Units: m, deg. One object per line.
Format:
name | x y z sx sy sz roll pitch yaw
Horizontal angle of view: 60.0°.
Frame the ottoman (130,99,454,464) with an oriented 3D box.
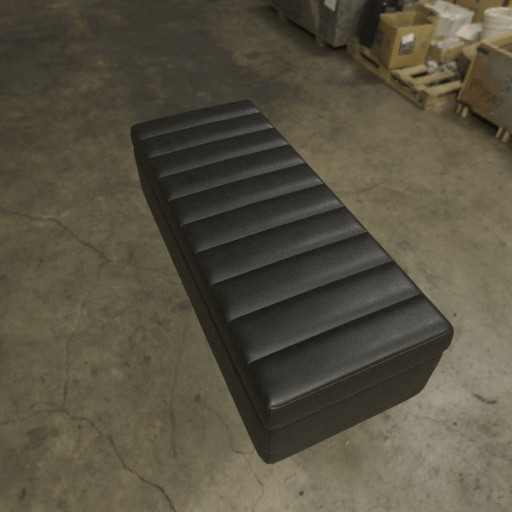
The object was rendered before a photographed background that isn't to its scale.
ottoman | 0.000 0.000 1.416 0.482 0.469 1.151 -18 50 -16
